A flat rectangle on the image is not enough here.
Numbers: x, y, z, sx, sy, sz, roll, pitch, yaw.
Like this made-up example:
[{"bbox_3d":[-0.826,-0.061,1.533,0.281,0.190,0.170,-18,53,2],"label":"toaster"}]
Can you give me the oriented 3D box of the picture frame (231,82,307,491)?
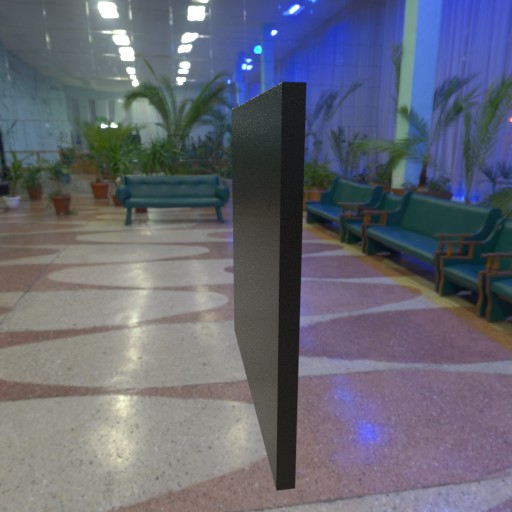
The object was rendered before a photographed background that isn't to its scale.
[{"bbox_3d":[0.000,0.000,0.841,0.029,0.557,0.559,-2,15,-9],"label":"picture frame"}]
